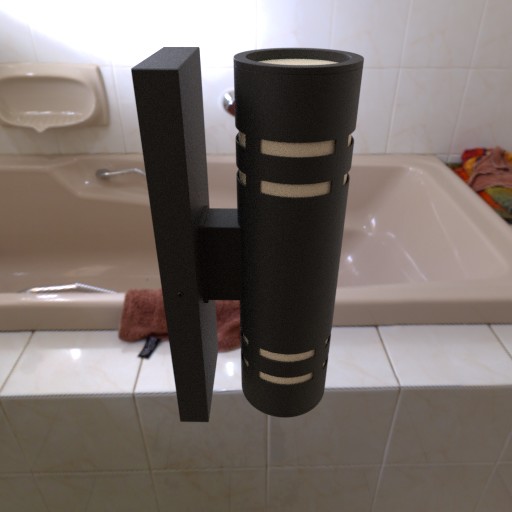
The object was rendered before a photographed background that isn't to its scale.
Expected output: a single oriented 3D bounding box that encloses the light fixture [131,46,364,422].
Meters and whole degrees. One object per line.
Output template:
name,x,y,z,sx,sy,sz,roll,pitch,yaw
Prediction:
light fixture,0.000,0.000,0.398,0.149,0.330,0.105,1,32,1
